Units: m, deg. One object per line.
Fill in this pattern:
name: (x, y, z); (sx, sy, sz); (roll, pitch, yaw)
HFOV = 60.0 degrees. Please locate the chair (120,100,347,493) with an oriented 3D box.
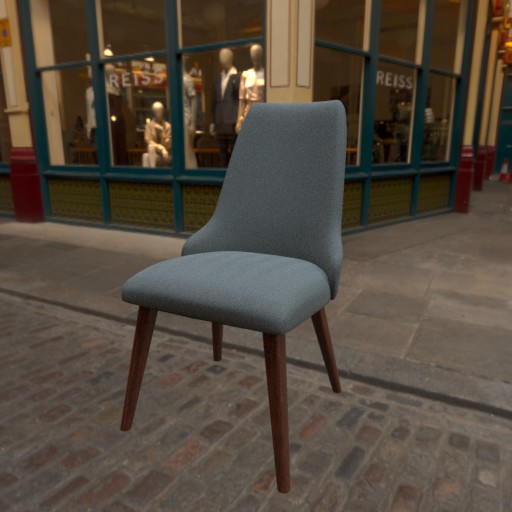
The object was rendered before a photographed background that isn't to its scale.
chair: (0.000, 0.000, 1.326); (0.535, 0.918, 0.707); (8, 17, 27)
